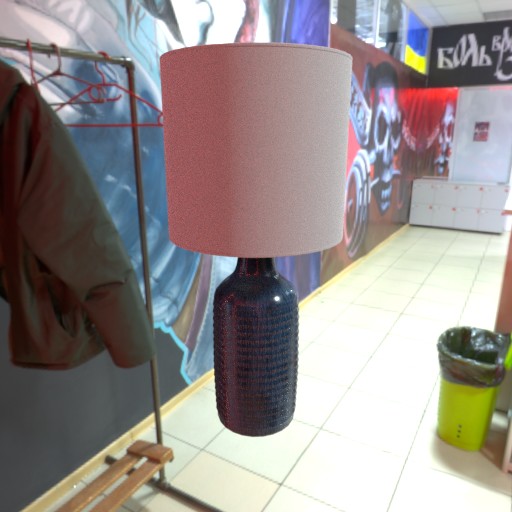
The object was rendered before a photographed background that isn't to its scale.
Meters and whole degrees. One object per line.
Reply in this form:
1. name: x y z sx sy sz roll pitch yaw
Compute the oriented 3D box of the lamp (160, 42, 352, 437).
1. lamp: 0.000 0.000 0.582 0.220 0.475 0.220 -8 17 -25
